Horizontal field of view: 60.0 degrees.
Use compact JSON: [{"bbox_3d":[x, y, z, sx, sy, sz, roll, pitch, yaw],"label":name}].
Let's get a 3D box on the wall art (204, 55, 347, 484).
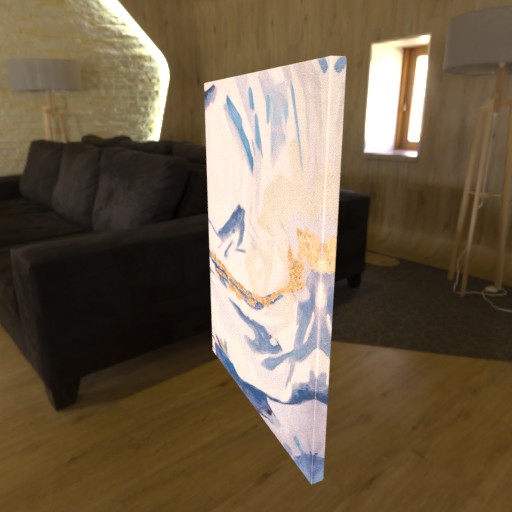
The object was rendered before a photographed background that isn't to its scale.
[{"bbox_3d":[0.000,0.000,1.326,0.038,1.015,0.761,-8,19,-24],"label":"wall art"}]
